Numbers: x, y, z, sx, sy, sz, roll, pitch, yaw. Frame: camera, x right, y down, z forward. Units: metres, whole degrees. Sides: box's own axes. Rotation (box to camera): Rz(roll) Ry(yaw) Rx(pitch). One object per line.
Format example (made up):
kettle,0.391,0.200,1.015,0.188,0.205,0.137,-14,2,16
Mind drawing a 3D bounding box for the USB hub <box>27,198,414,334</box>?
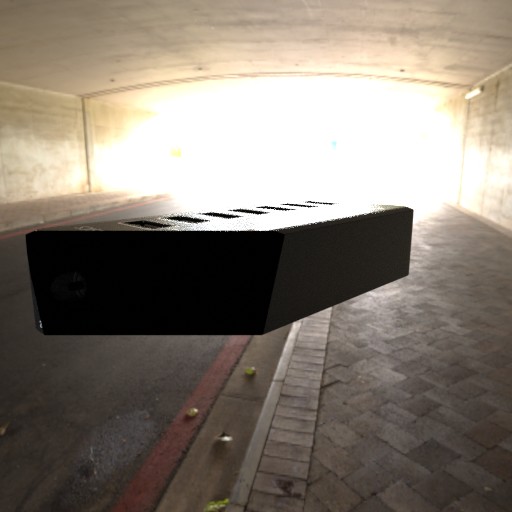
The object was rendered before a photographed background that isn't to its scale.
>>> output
USB hub,0.000,0.000,0.127,0.044,0.023,0.110,12,18,43
